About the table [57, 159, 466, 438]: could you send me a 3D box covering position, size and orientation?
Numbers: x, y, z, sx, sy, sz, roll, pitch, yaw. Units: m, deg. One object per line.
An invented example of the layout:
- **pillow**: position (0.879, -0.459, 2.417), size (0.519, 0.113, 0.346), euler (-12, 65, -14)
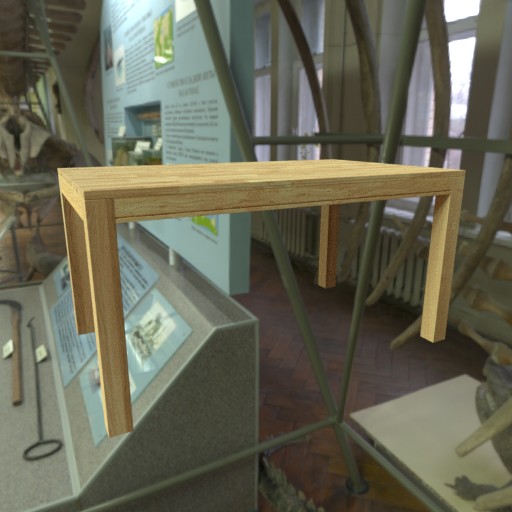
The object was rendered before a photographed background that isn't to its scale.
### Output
- **table**: position (0.000, 0.000, 1.999), size (1.500, 0.770, 0.900), euler (-8, 17, -26)
